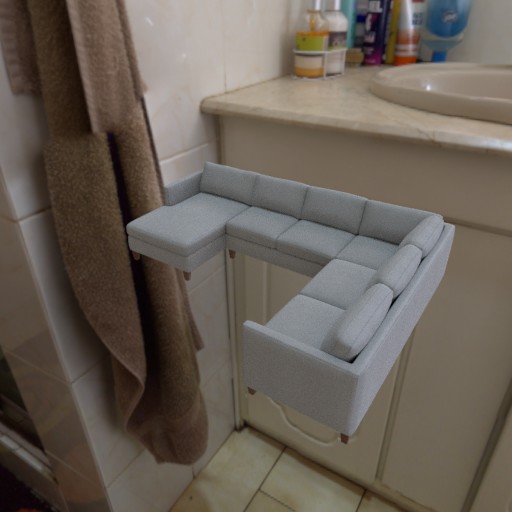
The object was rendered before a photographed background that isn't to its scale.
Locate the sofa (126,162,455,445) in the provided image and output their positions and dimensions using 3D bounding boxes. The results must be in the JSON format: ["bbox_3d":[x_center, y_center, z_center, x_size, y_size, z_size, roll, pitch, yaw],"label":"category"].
[{"bbox_3d":[0.000,0.000,4.497,3.238,0.853,2.551,19,35,29],"label":"sofa"}]
